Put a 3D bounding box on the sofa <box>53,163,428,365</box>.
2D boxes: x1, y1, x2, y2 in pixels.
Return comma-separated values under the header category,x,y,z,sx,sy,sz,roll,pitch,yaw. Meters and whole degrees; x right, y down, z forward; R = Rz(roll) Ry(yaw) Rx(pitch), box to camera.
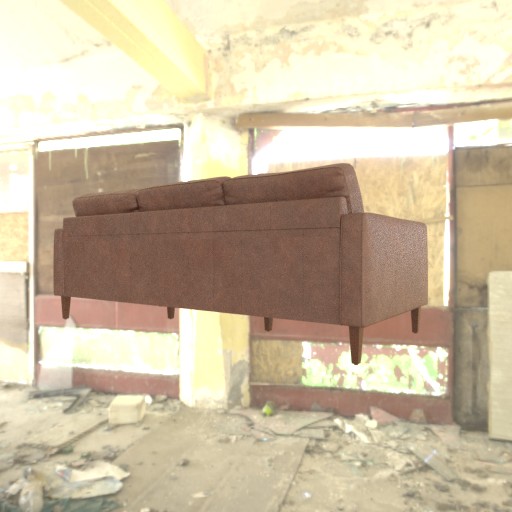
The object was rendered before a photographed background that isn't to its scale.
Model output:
category,x,y,z,sx,sy,sz,roll,pitch,yaw
sofa,0.000,0.000,2.962,2.185,0.841,1.613,0,1,35
